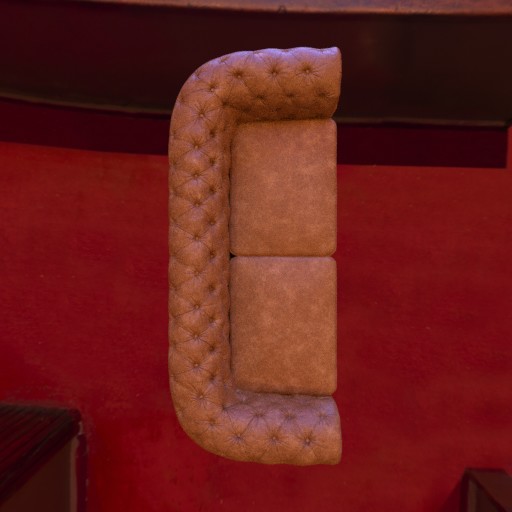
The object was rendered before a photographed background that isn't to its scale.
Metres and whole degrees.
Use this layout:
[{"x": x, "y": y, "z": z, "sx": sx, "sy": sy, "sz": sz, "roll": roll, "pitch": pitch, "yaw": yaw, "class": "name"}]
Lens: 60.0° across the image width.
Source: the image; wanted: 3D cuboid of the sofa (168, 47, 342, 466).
[{"x": 0.000, "y": 0.000, "z": 2.775, "sx": 0.989, "sy": 0.760, "sz": 2.365, "roll": 0, "pitch": 90, "yaw": 1, "class": "sofa"}]
